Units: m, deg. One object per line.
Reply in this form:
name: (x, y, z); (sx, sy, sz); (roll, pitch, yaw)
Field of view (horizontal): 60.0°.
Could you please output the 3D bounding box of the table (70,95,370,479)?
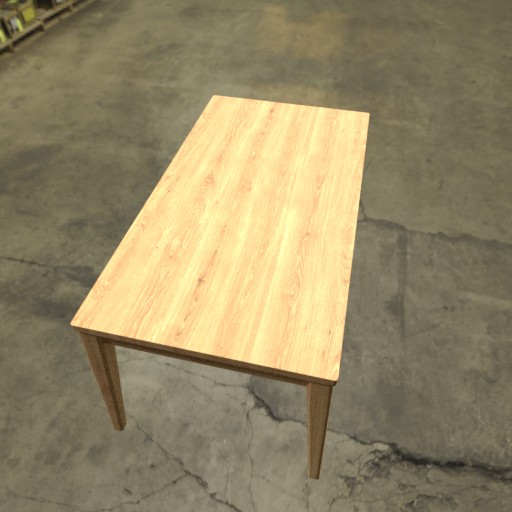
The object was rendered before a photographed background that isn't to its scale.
table: (0.000, 0.000, 2.110); (0.900, 0.760, 1.600); (10, 48, 9)
